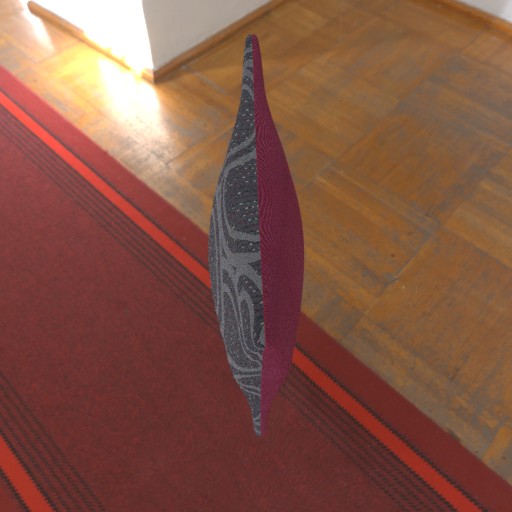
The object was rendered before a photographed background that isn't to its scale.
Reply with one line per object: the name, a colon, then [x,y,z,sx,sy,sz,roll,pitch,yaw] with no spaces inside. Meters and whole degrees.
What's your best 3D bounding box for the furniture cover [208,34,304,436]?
furniture cover: [0.000,0.000,0.778,0.163,0.513,0.514,-1,58,-1]
